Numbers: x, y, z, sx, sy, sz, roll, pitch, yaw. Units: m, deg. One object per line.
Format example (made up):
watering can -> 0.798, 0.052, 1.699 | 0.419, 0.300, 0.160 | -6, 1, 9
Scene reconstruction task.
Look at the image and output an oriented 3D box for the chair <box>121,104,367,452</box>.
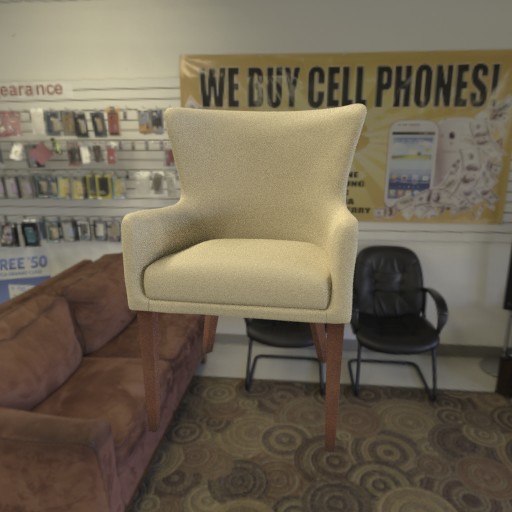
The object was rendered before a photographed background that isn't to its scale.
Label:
chair -> 0.000, 0.000, 1.437 | 0.660, 0.952, 0.686 | 2, 15, 9
